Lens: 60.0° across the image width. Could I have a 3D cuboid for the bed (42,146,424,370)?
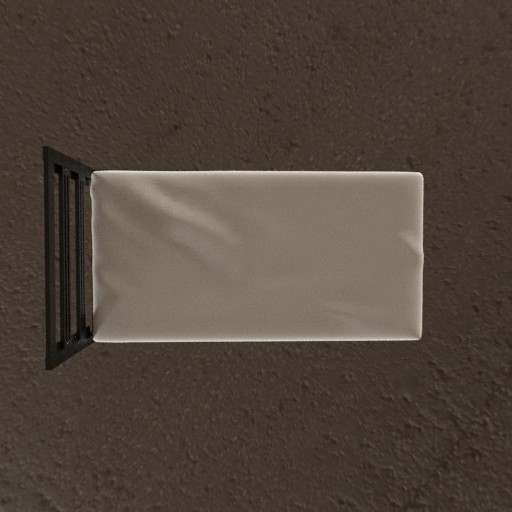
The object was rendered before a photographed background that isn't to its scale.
[{"bbox_3d":[0.000,0.000,2.470,1.930,0.967,0.991,0,91,-2],"label":"bed"}]
